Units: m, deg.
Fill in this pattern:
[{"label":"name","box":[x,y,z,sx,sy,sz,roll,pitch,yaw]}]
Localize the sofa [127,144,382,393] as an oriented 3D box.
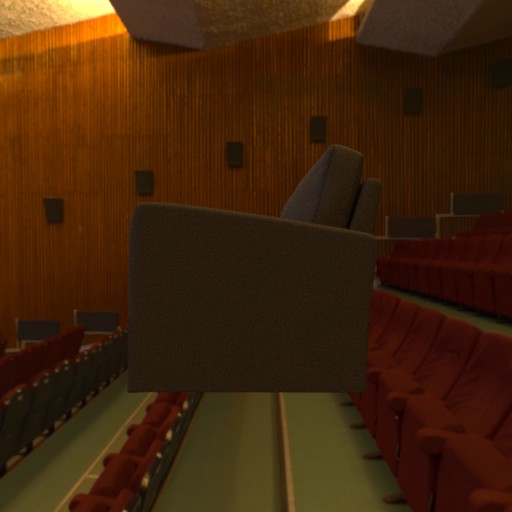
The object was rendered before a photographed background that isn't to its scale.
[{"label":"sofa","box":[0.000,0.000,2.344,0.898,0.839,1.852,0,2,1]}]
